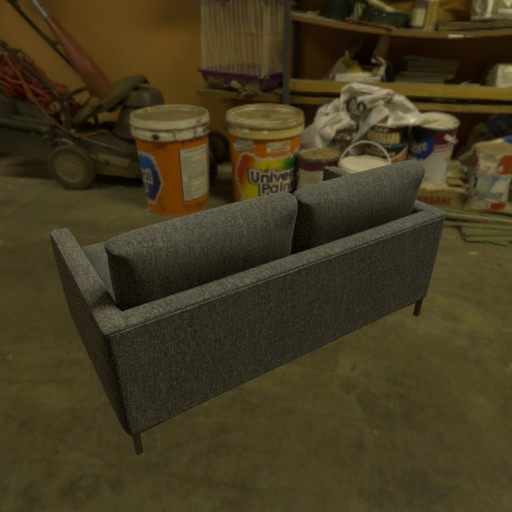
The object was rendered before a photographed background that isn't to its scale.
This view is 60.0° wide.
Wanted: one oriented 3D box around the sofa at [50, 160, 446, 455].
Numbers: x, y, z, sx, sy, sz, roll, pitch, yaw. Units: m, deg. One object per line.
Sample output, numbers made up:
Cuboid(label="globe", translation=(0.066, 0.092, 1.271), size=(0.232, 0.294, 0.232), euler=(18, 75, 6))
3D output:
Cuboid(label="sofa", translation=(0.000, 0.000, 2.182), size=(1.716, 0.862, 0.866), euler=(-18, 34, -28))
